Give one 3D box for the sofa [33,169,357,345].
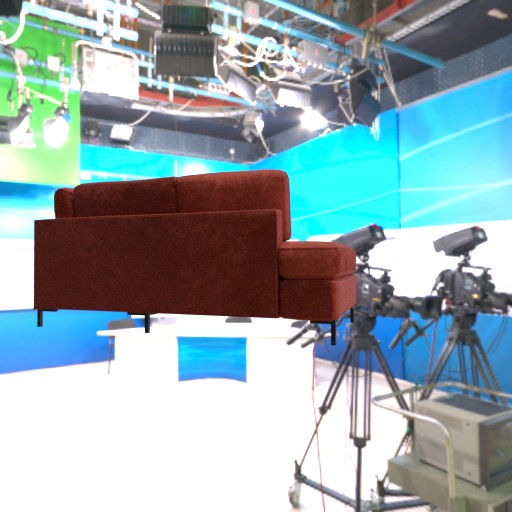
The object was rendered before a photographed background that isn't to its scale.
[{"bbox_3d":[0.000,0.000,4.265,2.055,0.992,3.434,0,-1,18],"label":"sofa"}]
